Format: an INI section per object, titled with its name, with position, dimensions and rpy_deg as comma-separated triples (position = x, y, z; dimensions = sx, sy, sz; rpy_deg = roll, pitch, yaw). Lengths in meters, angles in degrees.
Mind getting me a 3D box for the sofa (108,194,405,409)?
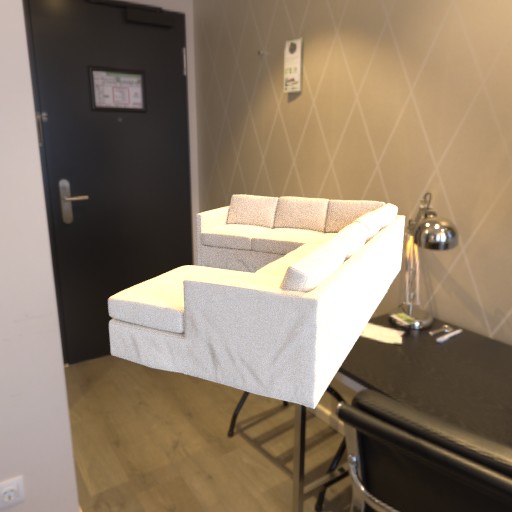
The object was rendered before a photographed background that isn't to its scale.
[sofa]
position = 0.000, 0.000, 4.525
dimensions = 2.427, 0.882, 3.460
rpy_deg = 7, 15, 25
